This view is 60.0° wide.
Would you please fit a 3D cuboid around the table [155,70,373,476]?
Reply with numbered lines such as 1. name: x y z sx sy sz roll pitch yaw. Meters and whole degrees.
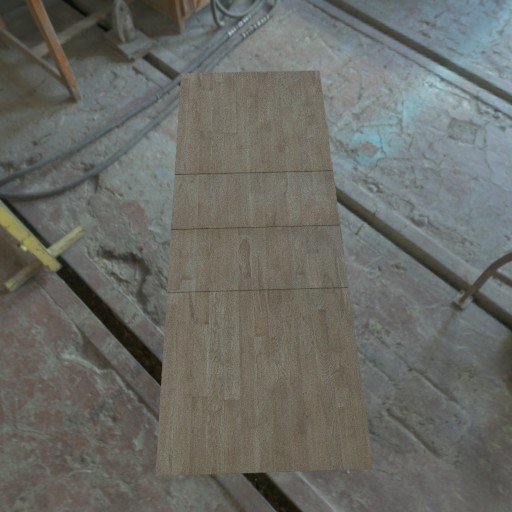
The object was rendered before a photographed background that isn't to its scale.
1. table: 0.000 0.000 2.953 1.000 0.752 2.603 -2 63 -1
